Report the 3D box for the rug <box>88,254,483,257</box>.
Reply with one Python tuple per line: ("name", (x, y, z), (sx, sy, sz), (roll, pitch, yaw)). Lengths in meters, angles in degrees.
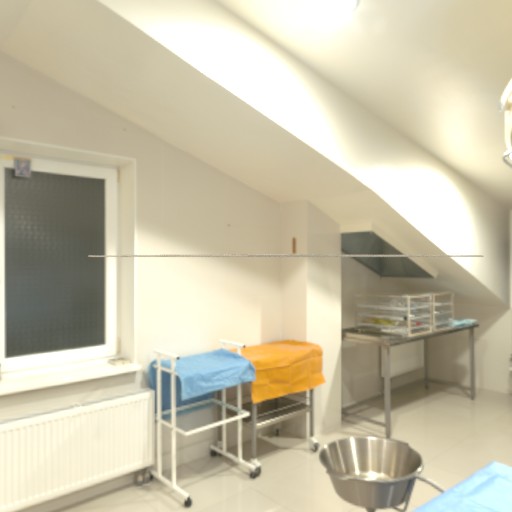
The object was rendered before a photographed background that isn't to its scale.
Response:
("rug", (0.000, 0.000, 4.485), (2.448, 0.020, 3.359), (0, 0, -35))
